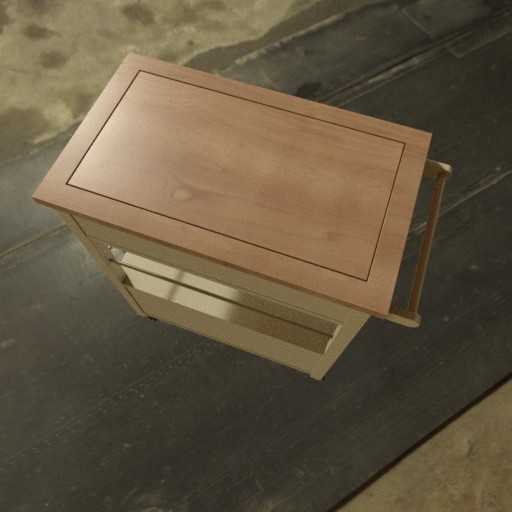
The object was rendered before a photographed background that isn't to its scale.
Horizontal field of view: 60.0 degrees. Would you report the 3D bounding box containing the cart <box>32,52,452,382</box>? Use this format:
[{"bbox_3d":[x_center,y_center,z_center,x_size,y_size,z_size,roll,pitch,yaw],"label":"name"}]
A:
[{"bbox_3d":[0.000,0.000,1.371,0.840,0.901,0.459,18,66,8],"label":"cart"}]
